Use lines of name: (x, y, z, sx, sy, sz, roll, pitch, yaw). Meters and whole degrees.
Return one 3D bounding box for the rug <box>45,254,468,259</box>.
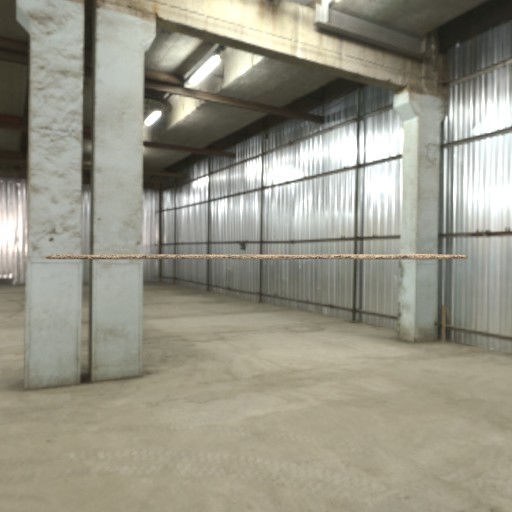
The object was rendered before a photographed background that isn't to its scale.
rug: (0.000, 0.000, 4.125, 2.414, 0.036, 3.199, 0, 0, 0)
